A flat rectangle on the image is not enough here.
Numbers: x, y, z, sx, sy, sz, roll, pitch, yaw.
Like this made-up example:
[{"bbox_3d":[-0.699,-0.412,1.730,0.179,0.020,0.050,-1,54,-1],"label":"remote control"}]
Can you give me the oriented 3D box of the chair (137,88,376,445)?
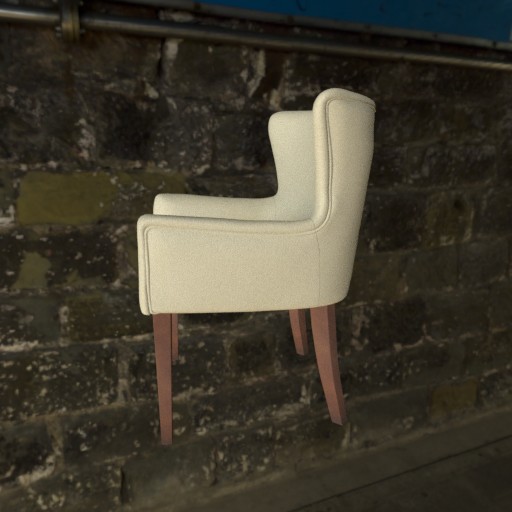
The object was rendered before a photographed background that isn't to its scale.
[{"bbox_3d":[0.000,0.000,1.433,0.686,0.952,0.660,-2,14,-8],"label":"chair"}]
